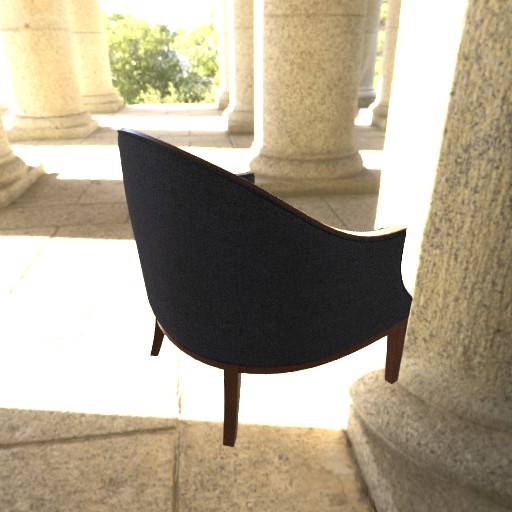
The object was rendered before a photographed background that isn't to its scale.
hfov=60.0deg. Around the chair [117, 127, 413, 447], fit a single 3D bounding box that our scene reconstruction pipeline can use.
[{"bbox_3d":[0.000,0.000,1.473,0.735,0.876,0.803,-18,31,-32],"label":"chair"}]
